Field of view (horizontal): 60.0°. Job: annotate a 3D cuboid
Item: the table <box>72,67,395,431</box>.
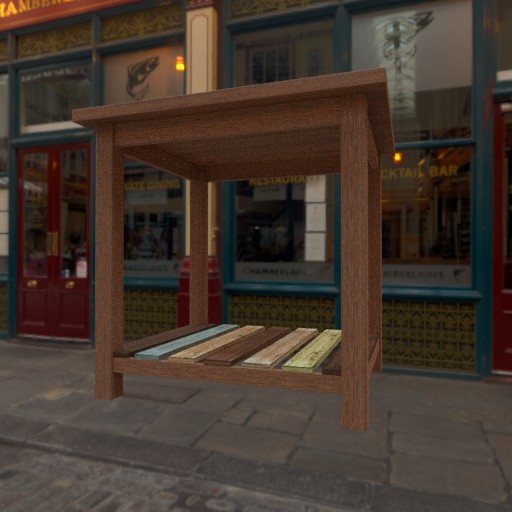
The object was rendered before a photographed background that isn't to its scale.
[{"bbox_3d":[0.000,0.000,1.124,0.660,0.635,0.559,0,-1,19],"label":"table"}]
